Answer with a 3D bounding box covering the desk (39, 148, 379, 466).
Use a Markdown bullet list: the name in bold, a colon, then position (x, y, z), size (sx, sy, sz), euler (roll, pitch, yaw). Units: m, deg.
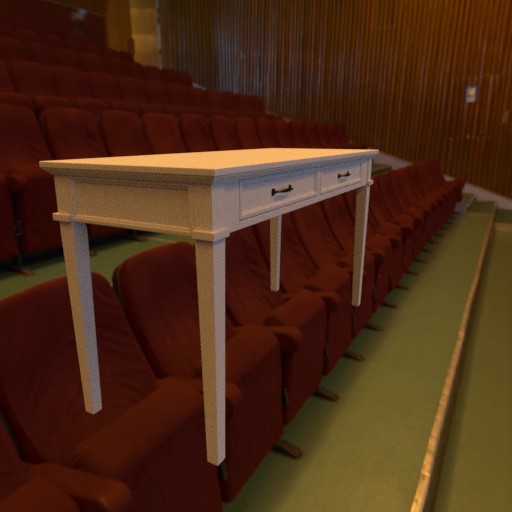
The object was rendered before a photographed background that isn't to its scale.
- **desk**: position (0.000, 0.000, 1.725), size (0.559, 0.774, 1.372), euler (8, 17, 28)
